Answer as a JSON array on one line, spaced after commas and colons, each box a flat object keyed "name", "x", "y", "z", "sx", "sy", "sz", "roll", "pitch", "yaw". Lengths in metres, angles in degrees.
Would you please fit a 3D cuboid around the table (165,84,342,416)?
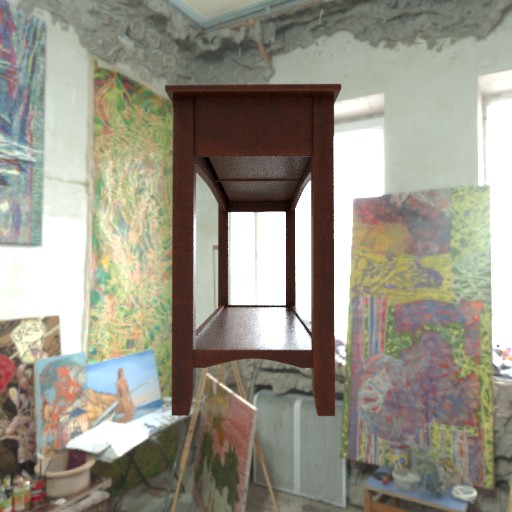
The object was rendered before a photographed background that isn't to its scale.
[{"name": "table", "x": 0.000, "y": 0.000, "z": 1.564, "sx": 0.392, "sy": 0.739, "sz": 1.188, "roll": 0, "pitch": -1, "yaw": 1}]
